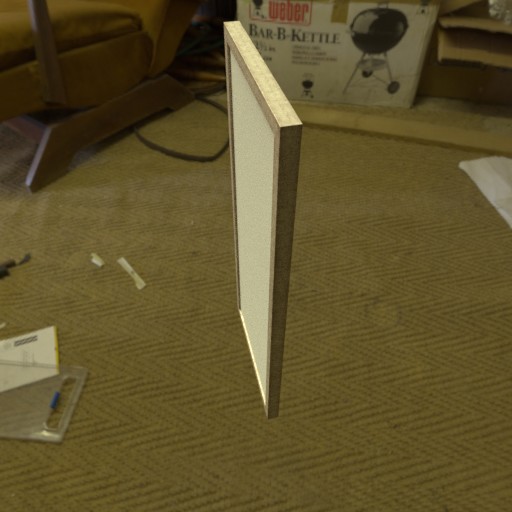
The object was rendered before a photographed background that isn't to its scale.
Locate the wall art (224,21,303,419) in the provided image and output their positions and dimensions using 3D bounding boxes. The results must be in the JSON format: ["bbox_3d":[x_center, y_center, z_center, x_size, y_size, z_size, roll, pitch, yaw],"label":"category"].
[{"bbox_3d":[0.000,0.000,1.694,0.051,1.461,0.648,-10,47,-9],"label":"wall art"}]
